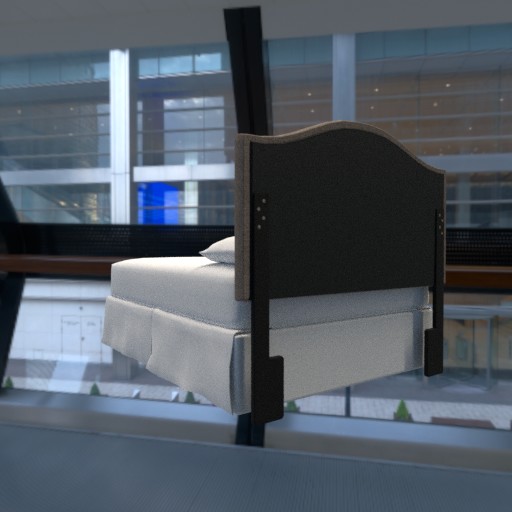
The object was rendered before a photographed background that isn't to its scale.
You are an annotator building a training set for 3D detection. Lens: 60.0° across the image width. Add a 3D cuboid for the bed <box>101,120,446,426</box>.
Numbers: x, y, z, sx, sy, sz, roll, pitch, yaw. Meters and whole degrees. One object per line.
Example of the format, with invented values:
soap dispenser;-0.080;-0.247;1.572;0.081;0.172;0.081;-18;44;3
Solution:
bed;0.000;0.000;3.339;1.713;1.518;2.153;-1;1;-35
